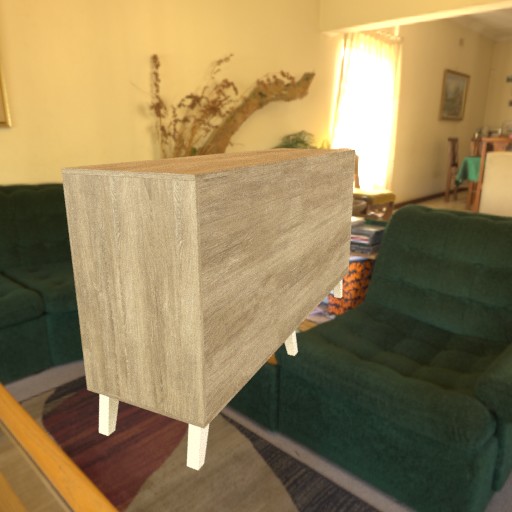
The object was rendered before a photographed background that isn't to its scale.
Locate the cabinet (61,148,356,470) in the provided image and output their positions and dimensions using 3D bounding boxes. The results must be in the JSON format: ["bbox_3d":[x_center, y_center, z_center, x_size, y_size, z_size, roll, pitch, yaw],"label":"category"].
[{"bbox_3d":[0.000,0.000,1.971,0.450,0.870,1.600,8,17,25],"label":"cabinet"}]
